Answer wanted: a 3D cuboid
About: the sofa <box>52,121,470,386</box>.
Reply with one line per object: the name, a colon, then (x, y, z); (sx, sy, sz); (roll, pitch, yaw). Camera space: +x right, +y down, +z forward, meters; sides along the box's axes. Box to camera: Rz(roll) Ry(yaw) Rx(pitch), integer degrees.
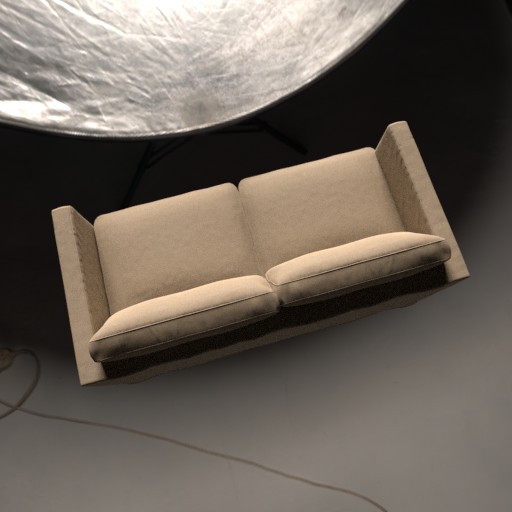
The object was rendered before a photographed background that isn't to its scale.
sofa: (0.000, 0.000, 2.516); (1.987, 0.847, 0.956); (-15, 75, -4)
